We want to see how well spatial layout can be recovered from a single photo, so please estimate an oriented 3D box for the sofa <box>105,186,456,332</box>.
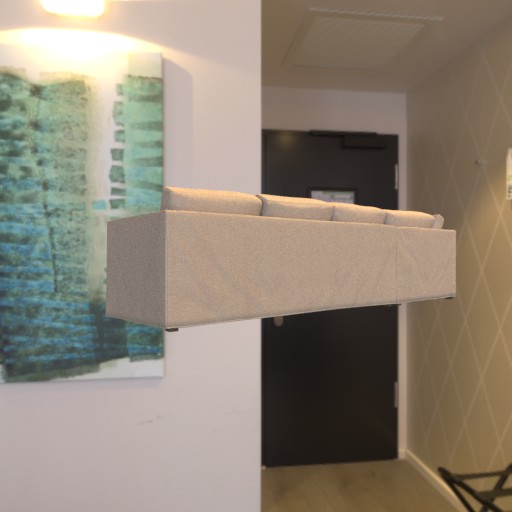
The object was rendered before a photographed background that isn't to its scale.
[{"bbox_3d":[0.000,0.000,4.360,3.182,0.871,2.432,0,0,-38],"label":"sofa"}]
